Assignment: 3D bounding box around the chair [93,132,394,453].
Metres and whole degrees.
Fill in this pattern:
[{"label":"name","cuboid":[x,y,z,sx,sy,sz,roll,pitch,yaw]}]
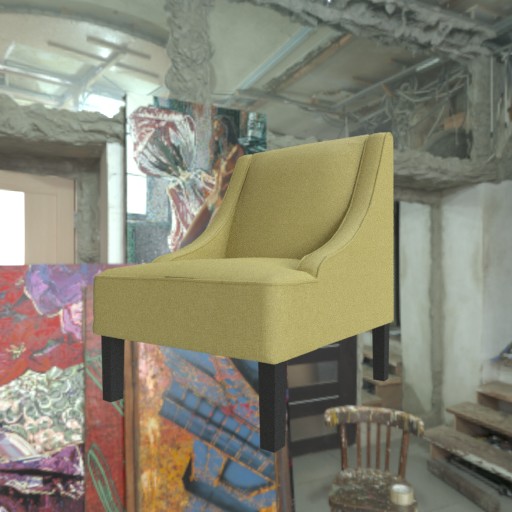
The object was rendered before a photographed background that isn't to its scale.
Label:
[{"label":"chair","cuboid":[0.000,0.000,1.496,0.696,0.896,0.814,0,0,36]}]
